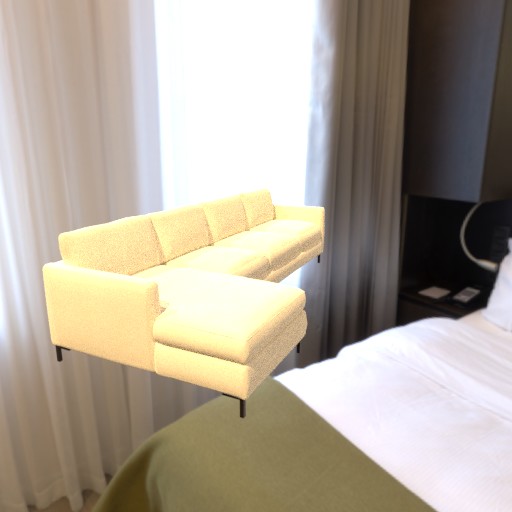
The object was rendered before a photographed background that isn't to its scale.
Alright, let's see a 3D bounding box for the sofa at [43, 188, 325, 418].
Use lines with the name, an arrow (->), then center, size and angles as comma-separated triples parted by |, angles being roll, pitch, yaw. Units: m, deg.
sofa -> 0.000, 0.000, 3.855 | 1.467, 0.875, 3.186 | 7, 16, 25
